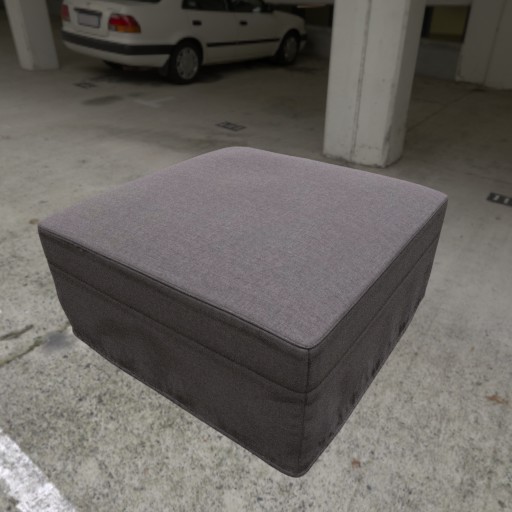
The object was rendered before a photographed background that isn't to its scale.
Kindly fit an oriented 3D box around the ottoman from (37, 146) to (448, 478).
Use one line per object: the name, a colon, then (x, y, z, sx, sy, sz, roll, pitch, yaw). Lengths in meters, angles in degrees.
ottoman: (0.000, 0.000, 1.301, 0.840, 0.436, 0.843, 20, 36, 30)
